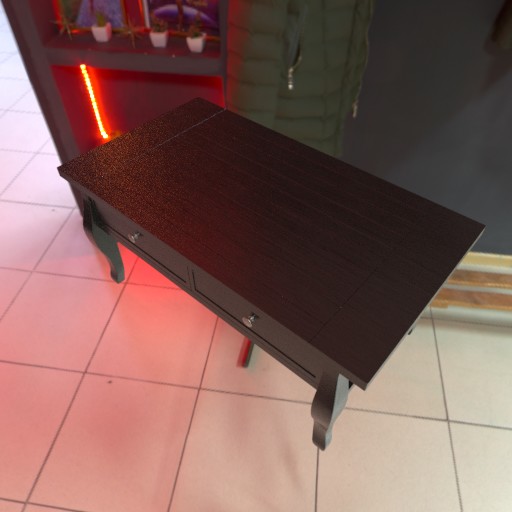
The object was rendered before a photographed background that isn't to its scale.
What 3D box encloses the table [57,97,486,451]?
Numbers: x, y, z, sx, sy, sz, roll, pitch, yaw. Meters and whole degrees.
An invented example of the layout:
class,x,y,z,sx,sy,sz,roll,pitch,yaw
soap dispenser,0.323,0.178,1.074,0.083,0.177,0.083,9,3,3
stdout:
class,x,y,z,sx,sy,sz,roll,pitch,yaw
table,0.000,0.000,1.406,1.062,0.494,0.600,32,54,27
